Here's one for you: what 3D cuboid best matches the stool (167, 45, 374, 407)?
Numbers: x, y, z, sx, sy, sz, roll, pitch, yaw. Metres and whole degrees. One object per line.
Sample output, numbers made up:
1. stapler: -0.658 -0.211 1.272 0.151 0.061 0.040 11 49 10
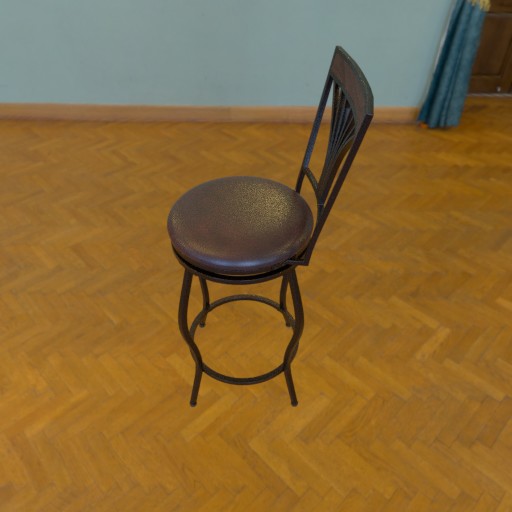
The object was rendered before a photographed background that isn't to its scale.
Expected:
1. stool: 0.000 0.000 1.389 0.514 1.117 0.433 0 41 0
